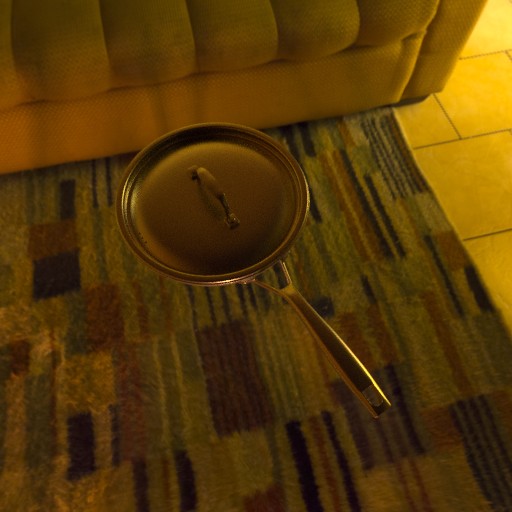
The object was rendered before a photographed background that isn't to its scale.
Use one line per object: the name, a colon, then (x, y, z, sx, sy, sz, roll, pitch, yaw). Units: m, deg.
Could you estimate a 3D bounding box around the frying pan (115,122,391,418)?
frying pan: (0.000, 0.000, 0.594, 0.272, 0.086, 0.490, -31, 67, -15)
